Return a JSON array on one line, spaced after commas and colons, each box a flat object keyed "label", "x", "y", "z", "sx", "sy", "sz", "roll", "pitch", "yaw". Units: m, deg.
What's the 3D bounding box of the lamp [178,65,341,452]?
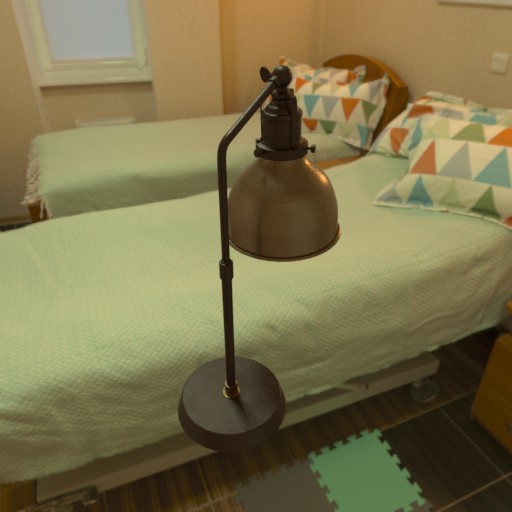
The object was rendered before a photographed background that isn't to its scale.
[{"label": "lamp", "x": 0.000, "y": 0.000, "z": 0.604, "sx": 0.175, "sy": 0.469, "sz": 0.298, "roll": 22, "pitch": 38, "yaw": 31}]
